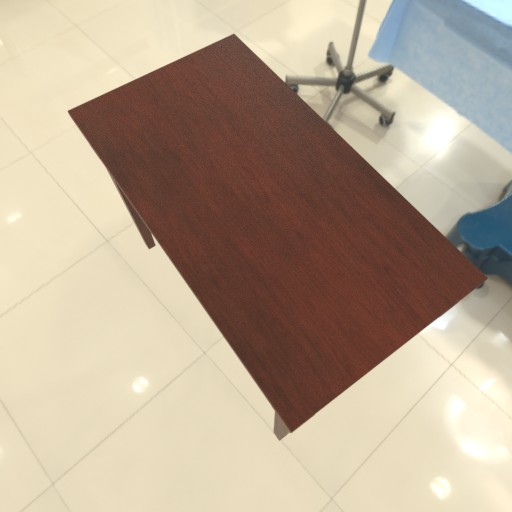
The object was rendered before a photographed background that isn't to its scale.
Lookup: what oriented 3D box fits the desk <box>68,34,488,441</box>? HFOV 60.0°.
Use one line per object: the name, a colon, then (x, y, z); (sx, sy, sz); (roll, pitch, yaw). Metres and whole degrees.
desk: (0.000, 0.000, 1.431); (0.549, 0.762, 1.001); (-32, 67, -15)
